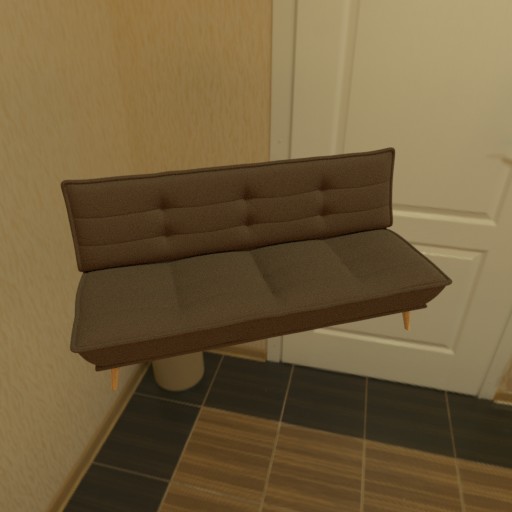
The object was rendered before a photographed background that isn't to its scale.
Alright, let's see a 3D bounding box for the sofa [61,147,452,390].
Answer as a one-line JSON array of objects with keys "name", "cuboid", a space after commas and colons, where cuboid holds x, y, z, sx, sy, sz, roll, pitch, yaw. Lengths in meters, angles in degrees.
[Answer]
[{"name": "sofa", "cuboid": [0.000, 0.000, 2.498, 1.940, 0.890, 0.950, -8, 33, -13]}]
